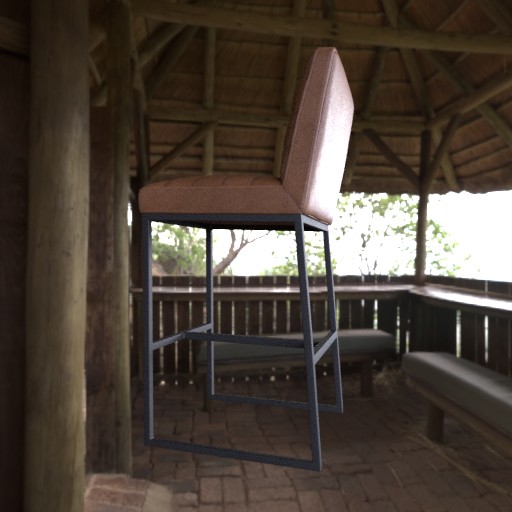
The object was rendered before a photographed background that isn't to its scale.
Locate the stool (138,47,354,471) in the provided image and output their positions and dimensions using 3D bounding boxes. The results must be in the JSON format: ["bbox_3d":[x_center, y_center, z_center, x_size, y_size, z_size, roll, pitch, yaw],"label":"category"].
[{"bbox_3d":[0.000,0.000,1.347,0.556,1.040,0.458,0,0,18],"label":"stool"}]
